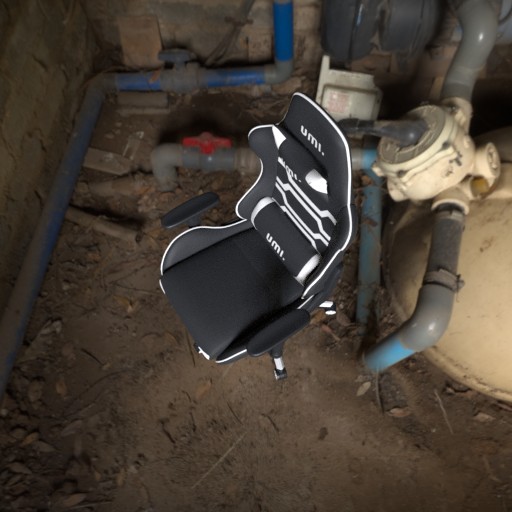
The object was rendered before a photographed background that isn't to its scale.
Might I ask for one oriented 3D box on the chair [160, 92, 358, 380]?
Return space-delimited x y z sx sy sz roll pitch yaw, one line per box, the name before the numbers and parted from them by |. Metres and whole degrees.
chair | 0.000 0.000 1.660 0.700 1.240 0.700 -31 67 -15
